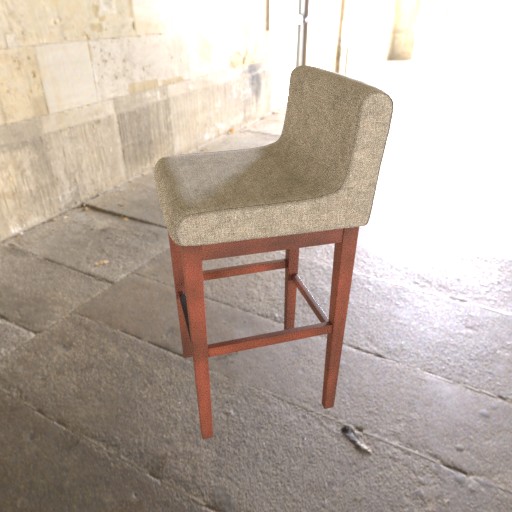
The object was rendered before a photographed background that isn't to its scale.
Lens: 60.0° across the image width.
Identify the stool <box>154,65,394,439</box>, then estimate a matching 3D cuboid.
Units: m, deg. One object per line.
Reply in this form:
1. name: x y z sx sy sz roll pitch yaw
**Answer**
1. stool: 0.000 0.000 1.272 0.499 0.965 0.426 -9 31 -14
